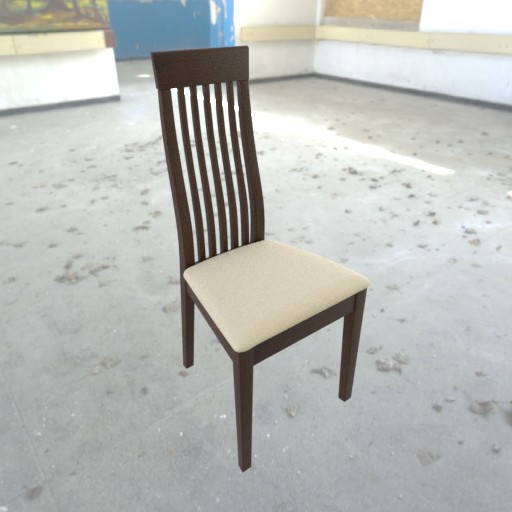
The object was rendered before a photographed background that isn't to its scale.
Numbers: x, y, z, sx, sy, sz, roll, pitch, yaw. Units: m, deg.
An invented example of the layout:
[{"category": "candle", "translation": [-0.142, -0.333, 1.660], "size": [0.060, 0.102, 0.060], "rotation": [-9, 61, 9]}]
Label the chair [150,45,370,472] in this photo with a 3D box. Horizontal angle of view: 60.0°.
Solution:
[{"category": "chair", "translation": [0.000, 0.000, 1.245], "size": [0.460, 1.027, 0.474], "rotation": [-21, 36, -32]}]
